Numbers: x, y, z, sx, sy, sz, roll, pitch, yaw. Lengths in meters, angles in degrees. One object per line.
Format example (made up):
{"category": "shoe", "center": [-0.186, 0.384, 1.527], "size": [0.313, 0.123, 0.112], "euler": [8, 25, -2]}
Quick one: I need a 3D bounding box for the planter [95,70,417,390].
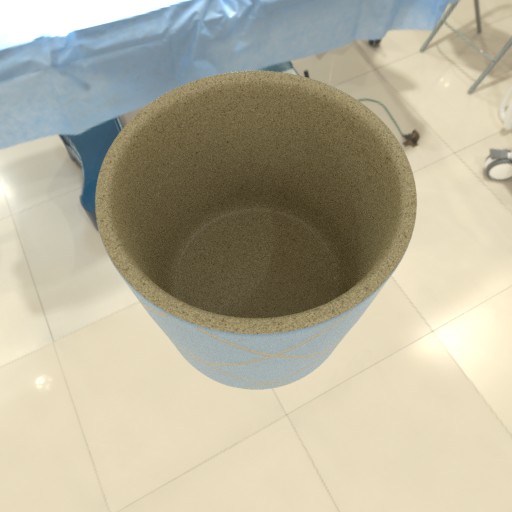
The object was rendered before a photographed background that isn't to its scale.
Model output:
{"category": "planter", "center": [0.000, 0.000, 0.419], "size": [0.227, 0.235, 0.227], "euler": [0, 62, 0]}
